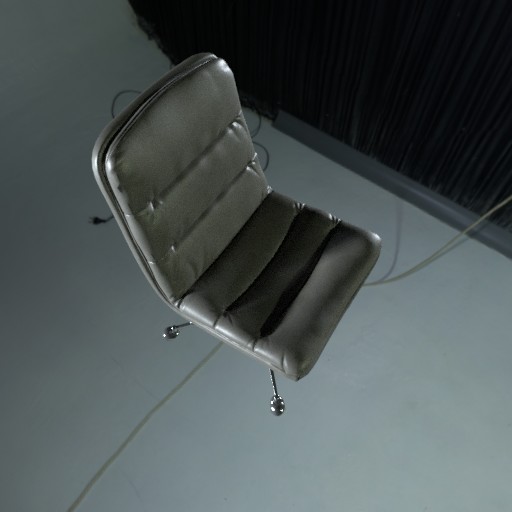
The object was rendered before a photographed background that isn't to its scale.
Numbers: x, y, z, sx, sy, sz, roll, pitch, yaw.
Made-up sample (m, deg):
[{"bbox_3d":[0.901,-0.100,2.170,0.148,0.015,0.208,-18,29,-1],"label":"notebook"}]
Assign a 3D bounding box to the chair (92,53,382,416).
[{"bbox_3d":[0.000,0.000,1.039,0.485,0.738,0.422,29,63,17],"label":"chair"}]
